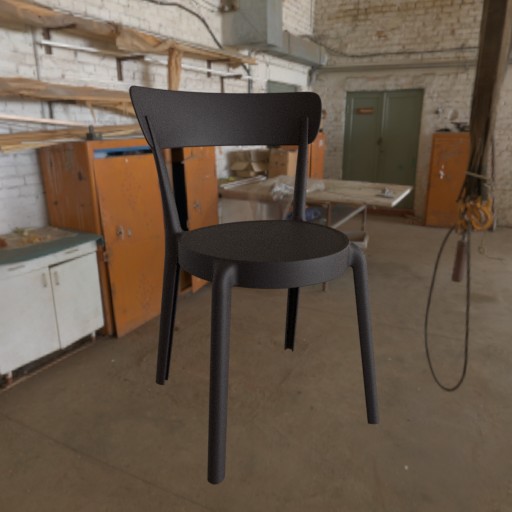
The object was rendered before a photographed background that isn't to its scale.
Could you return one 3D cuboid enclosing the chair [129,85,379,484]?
[{"bbox_3d":[0.000,0.000,1.091,0.506,0.790,0.491,-8,19,-26],"label":"chair"}]
